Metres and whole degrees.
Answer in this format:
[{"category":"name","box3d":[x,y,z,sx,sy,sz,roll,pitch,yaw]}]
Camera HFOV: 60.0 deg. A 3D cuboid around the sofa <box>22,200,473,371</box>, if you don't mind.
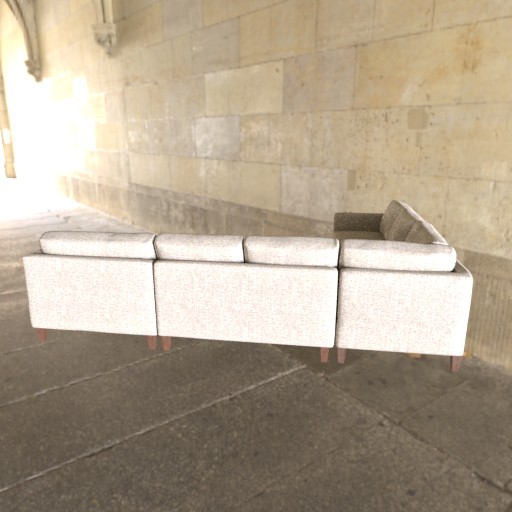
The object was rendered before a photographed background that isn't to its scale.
[{"category":"sofa","box3d":[0.000,0.000,4.565,3.460,0.959,2.593,2,15,8]}]
